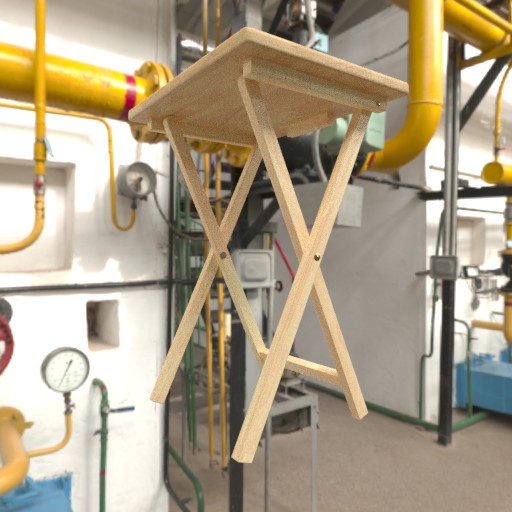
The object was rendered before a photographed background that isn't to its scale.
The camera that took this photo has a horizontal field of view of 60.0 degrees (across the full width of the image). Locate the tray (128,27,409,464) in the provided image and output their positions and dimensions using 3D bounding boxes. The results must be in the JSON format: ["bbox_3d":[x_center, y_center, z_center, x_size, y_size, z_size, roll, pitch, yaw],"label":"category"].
[{"bbox_3d":[0.000,0.000,0.935,0.381,0.660,0.483,-1,1,-36],"label":"tray"}]
